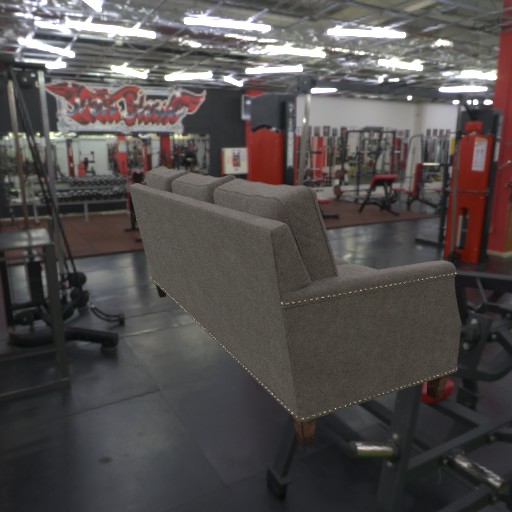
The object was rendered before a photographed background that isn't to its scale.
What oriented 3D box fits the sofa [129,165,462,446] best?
[{"bbox_3d":[0.000,0.000,2.720,1.034,1.042,2.226,-7,15,-27],"label":"sofa"}]
